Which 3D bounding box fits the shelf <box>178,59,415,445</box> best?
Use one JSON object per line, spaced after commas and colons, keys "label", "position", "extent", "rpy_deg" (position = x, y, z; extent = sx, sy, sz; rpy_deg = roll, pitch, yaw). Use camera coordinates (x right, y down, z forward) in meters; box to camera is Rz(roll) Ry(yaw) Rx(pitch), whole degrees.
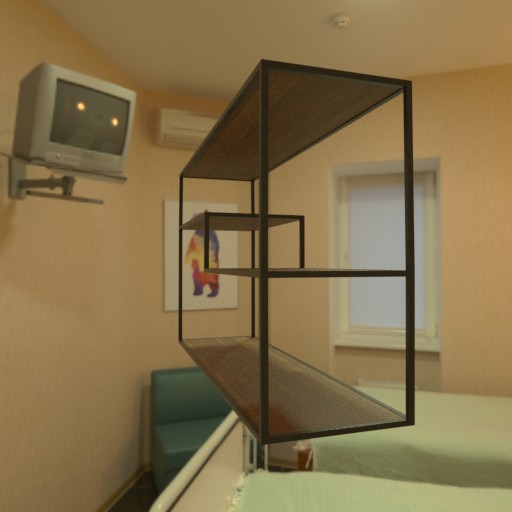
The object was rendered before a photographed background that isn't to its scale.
{"label": "shelf", "position": [0.000, 0.000, 1.501], "extent": [0.361, 0.765, 1.201], "rpy_deg": [0, -1, -18]}
